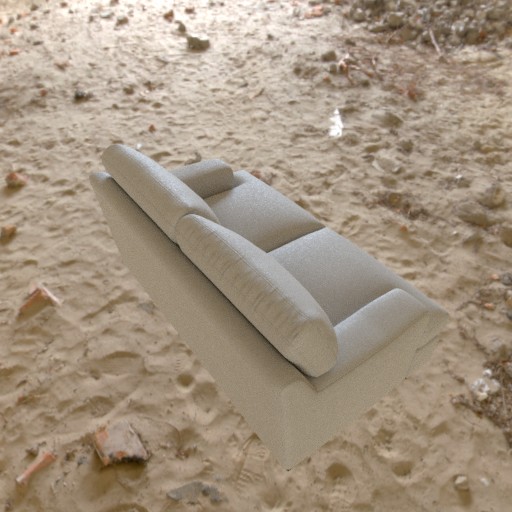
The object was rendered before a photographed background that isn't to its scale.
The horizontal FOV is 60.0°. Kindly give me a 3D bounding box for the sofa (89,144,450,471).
[{"bbox_3d":[0.000,0.000,2.503,1.143,0.940,1.880,-26,47,-27],"label":"sofa"}]
